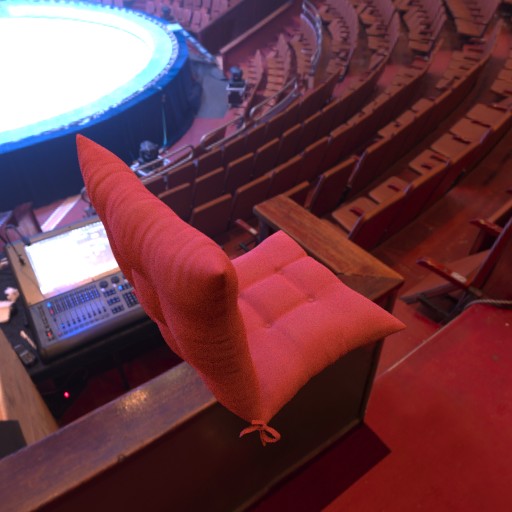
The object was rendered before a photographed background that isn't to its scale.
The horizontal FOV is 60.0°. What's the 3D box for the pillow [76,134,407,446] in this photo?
[{"bbox_3d":[0.000,0.000,0.996,0.585,0.536,0.541,-26,47,-27],"label":"pillow"}]
